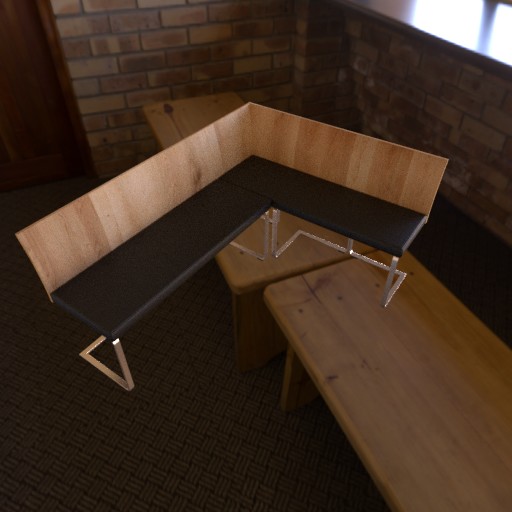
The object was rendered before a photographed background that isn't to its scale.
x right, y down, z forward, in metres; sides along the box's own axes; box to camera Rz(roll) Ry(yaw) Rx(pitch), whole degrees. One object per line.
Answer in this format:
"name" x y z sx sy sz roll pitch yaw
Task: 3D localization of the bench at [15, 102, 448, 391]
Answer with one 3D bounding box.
"bench" 0.000 0.000 2.731 1.495 0.930 1.945 25 47 26
